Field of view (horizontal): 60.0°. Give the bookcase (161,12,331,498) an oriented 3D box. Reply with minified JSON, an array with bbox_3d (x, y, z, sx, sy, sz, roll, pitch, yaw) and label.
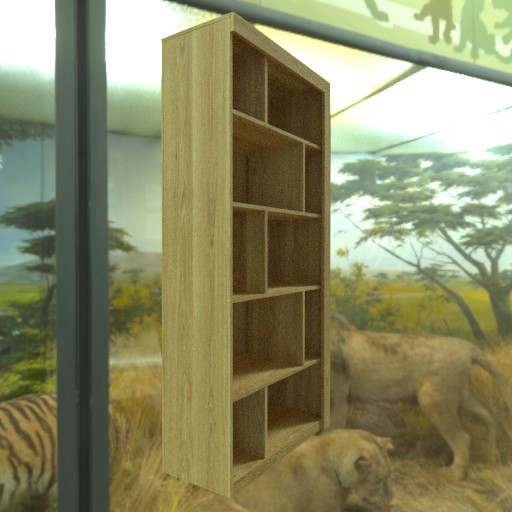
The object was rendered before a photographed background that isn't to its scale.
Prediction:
[{"bbox_3d":[0.000,0.000,2.342,0.420,2.020,0.950,1,1,34],"label":"bookcase"}]
